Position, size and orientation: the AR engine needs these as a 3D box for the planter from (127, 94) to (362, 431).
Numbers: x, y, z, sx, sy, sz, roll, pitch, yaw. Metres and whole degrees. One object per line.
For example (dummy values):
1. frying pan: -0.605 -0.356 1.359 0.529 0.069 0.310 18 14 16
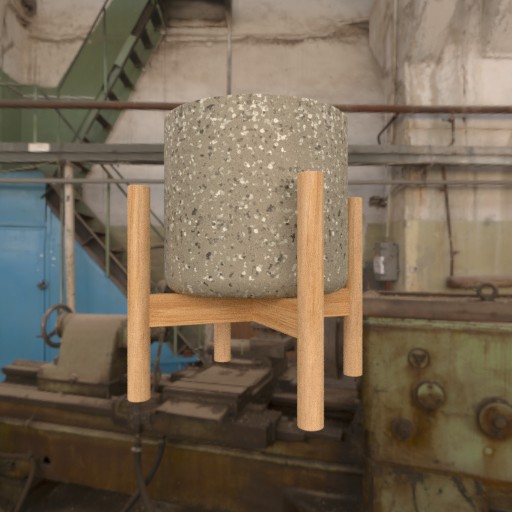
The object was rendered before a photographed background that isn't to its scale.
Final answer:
1. planter: 0.000 0.000 0.548 0.284 0.320 0.284 0 0 1
